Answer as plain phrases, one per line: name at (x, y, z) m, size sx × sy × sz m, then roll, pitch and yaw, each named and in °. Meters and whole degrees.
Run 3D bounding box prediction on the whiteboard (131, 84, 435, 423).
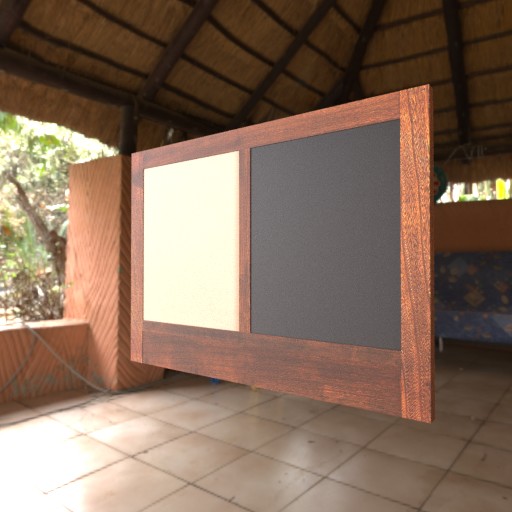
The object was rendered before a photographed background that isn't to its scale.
whiteboard at (0.000, 0.000, 0.983) m, size 0.768 × 0.553 × 0.083 m, roll -1°, pitch -1°, yaw 37°
